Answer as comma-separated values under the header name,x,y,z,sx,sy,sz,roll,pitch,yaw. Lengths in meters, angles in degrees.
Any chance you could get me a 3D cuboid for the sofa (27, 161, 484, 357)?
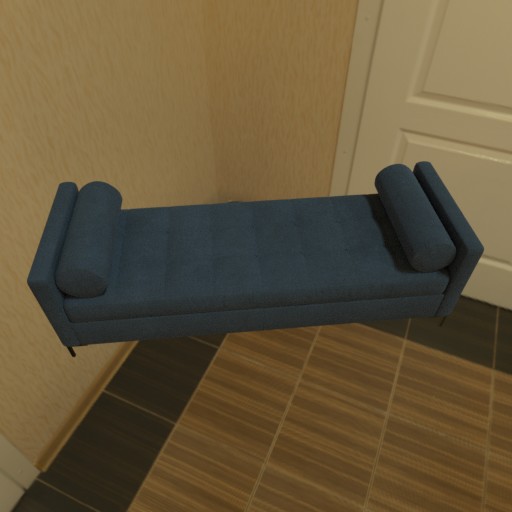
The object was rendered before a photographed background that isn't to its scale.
name,x,y,z,sx,sy,sz,roll,pitch,yaw
sofa,0.000,0.000,2.342,1.981,0.635,0.686,-4,47,-4
